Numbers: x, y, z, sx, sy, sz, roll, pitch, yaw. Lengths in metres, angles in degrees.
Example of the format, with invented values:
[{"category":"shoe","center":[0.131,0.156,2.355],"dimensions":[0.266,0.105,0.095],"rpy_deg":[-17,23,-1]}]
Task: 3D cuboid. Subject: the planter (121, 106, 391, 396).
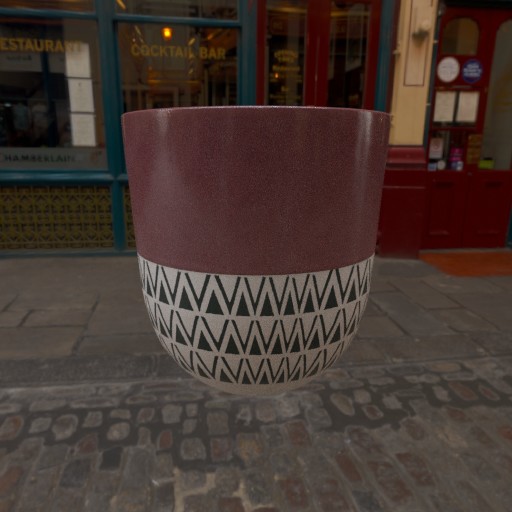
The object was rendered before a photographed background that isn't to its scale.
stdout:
[{"category":"planter","center":[0.000,0.000,0.359],"dimensions":[0.195,0.214,0.195],"rpy_deg":[0,14,0]}]
